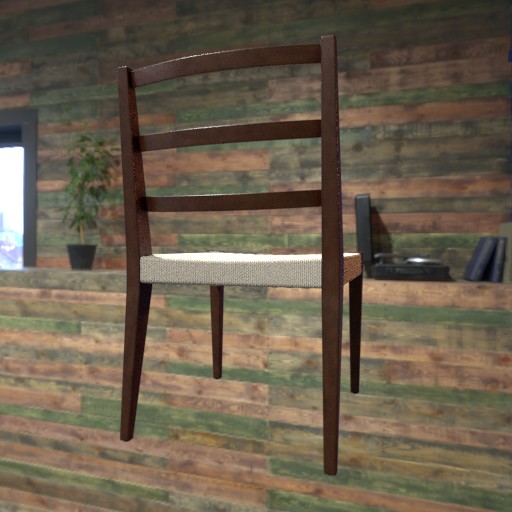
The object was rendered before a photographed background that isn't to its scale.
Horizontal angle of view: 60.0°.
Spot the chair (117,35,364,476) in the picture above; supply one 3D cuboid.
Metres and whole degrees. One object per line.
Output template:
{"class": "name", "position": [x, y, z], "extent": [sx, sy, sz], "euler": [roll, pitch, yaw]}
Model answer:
{"class": "chair", "position": [0.000, 0.000, 1.113], "extent": [0.480, 0.813, 0.551], "euler": [0, 1, 19]}
